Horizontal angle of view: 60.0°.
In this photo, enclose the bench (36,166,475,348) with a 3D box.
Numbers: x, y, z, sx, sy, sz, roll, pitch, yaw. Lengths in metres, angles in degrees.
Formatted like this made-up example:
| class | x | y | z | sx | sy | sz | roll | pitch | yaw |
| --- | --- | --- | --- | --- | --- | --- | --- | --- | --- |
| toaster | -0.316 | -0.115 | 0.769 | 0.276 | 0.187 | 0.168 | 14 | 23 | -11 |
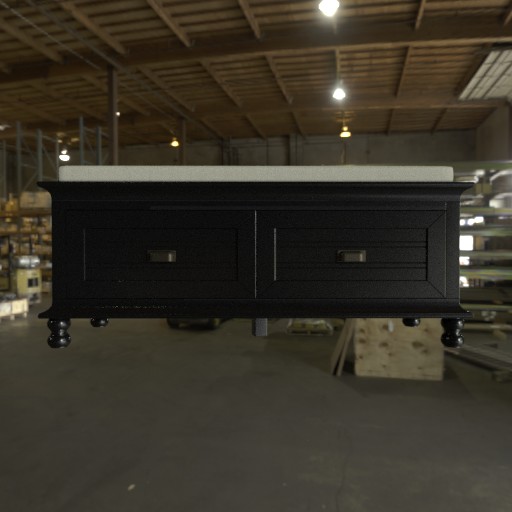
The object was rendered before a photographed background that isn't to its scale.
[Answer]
| class | x | y | z | sx | sy | sz | roll | pitch | yaw |
| --- | --- | --- | --- | --- | --- | --- | --- | --- | --- |
| bench | 0.000 | 0.000 | 1.400 | 1.185 | 0.501 | 0.402 | 0 | 1 | 0 |
